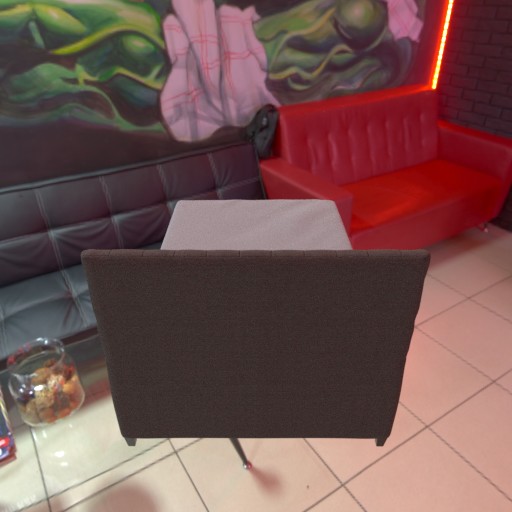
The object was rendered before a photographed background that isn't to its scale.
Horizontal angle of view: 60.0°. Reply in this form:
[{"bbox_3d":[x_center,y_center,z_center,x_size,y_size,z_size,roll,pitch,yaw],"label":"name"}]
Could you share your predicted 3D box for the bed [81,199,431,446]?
[{"bbox_3d":[0.000,0.000,3.457,1.698,1.427,2.387,0,31,0],"label":"bed"}]
